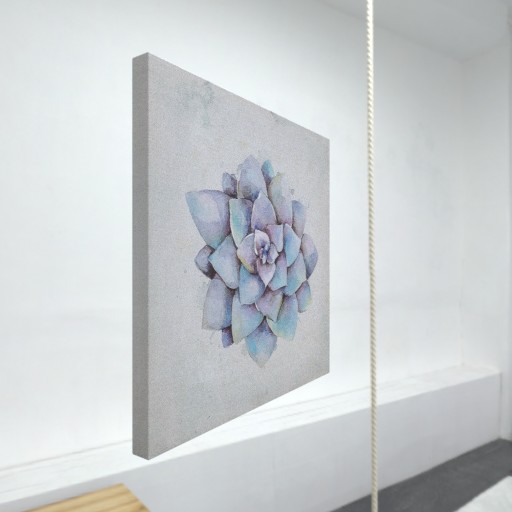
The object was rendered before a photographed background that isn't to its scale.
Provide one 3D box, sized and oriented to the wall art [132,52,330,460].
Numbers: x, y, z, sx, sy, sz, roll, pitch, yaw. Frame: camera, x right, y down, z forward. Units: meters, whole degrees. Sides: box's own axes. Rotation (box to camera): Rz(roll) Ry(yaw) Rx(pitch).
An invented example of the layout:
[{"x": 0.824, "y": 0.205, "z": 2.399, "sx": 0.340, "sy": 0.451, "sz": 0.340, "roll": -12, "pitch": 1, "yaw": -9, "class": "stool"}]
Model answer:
[{"x": 0.000, "y": 0.000, "z": 0.923, "sx": 0.040, "sy": 0.612, "sz": 0.612, "roll": 0, "pitch": 0, "yaw": 35, "class": "wall art"}]
